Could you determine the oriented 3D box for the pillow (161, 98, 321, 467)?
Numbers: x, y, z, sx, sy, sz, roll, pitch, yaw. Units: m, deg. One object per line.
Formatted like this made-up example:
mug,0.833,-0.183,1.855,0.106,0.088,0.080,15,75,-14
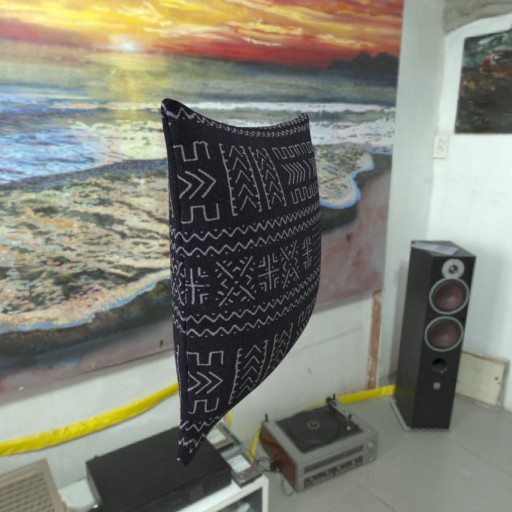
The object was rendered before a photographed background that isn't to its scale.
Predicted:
pillow,0.000,0.000,0.669,0.164,0.430,0.438,7,17,24
